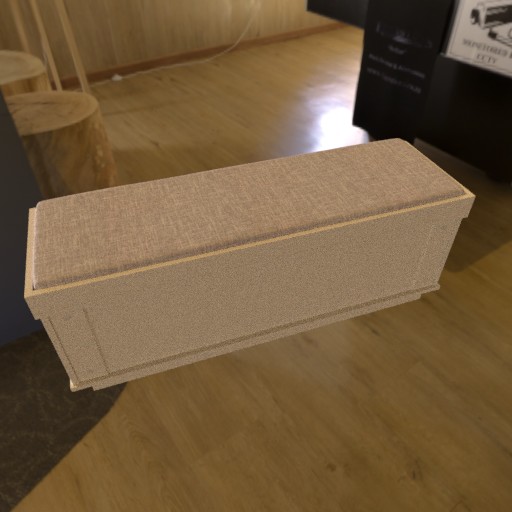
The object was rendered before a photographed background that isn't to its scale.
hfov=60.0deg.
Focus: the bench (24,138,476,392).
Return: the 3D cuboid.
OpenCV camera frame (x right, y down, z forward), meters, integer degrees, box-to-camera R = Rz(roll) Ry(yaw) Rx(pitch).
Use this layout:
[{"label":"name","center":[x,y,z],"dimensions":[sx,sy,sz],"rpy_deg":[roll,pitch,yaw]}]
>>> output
[{"label":"bench","center":[0.000,0.000,1.378],"dimensions":[1.196,0.453,0.363],"rpy_deg":[-13,43,-14]}]
